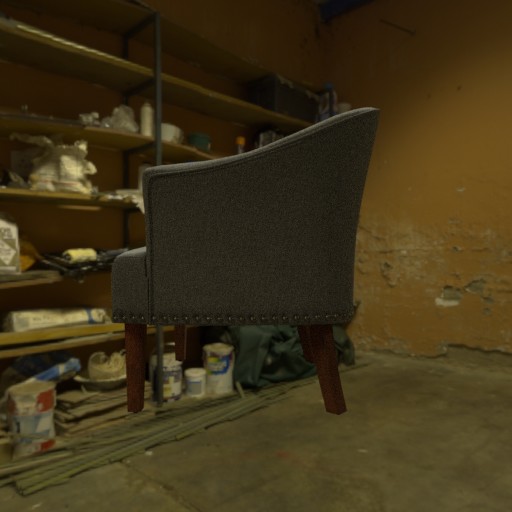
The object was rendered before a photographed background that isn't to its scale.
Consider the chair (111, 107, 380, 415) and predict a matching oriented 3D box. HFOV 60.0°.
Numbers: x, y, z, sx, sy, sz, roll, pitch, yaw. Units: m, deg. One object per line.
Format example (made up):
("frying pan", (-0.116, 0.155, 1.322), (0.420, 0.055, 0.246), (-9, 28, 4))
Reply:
("chair", (0.000, 0.000, 1.417), (0.704, 0.815, 0.798), (0, -1, 2))
